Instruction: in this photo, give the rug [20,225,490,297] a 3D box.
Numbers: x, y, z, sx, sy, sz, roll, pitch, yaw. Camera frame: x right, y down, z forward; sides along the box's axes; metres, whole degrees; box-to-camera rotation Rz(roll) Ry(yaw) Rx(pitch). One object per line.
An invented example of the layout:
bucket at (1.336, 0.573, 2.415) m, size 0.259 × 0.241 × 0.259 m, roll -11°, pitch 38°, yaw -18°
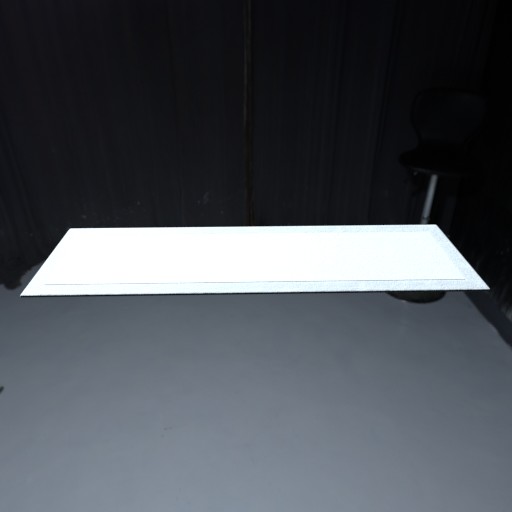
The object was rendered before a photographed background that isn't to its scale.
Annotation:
rug at (0.000, 0.000, 2.609) m, size 2.430 × 0.012 × 0.759 m, roll -1°, pitch 30°, yaw -1°
